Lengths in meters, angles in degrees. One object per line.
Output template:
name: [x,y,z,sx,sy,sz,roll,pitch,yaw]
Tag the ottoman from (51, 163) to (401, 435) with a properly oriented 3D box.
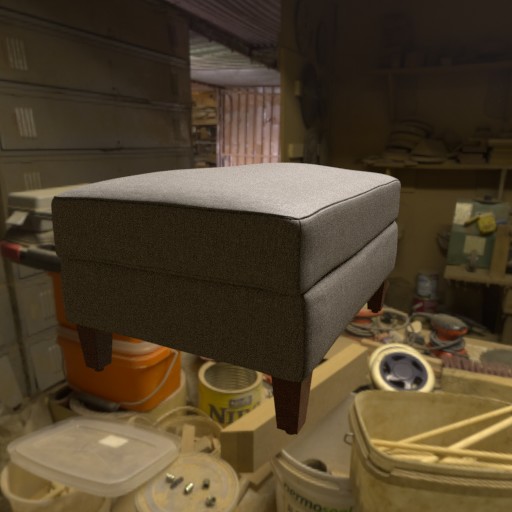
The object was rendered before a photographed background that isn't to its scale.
ottoman: [0.000,0.000,1.241,0.639,0.494,0.873,7,16,27]
